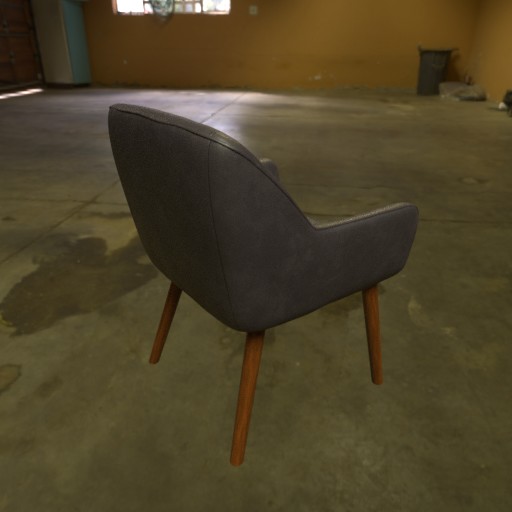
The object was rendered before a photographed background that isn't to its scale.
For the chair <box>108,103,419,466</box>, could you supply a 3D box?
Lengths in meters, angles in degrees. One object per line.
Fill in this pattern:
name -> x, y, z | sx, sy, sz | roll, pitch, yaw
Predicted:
chair -> 0.000, 0.000, 1.235 | 0.610, 0.828, 0.610 | -18, 31, -32
